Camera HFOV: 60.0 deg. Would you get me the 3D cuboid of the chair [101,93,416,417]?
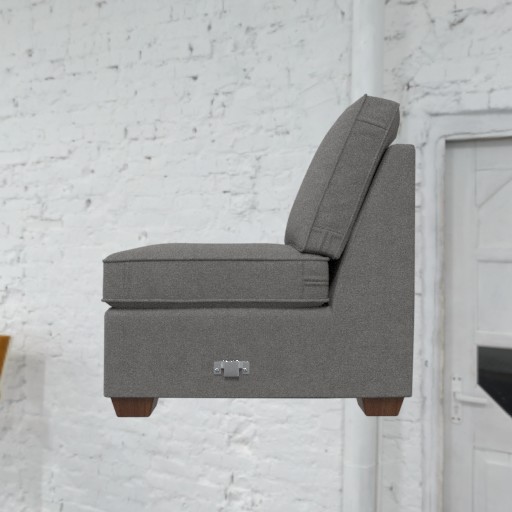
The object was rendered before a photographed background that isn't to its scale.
[{"bbox_3d":[0.000,0.000,1.593,0.938,0.970,0.621,0,0,-1],"label":"chair"}]
